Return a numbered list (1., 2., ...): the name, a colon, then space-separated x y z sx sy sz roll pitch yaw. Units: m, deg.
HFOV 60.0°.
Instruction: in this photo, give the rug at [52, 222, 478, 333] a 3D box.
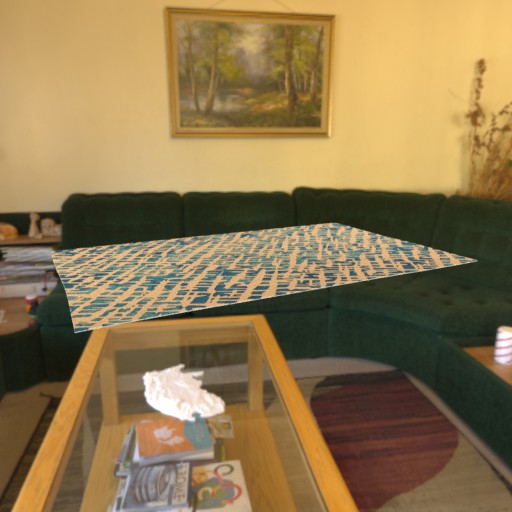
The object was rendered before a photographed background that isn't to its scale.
1. rug: 0.000 0.000 2.984 2.447 0.011 1.520 -7 16 -26
